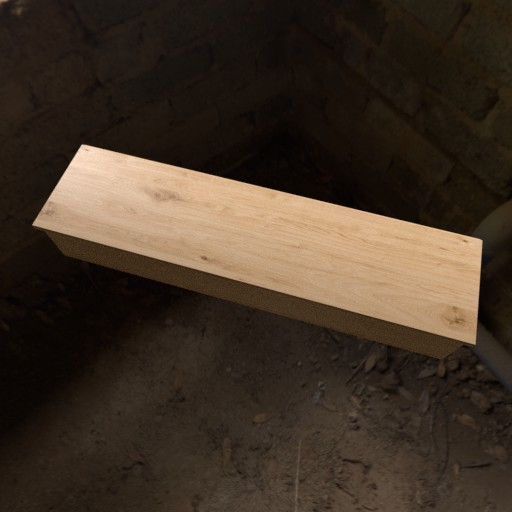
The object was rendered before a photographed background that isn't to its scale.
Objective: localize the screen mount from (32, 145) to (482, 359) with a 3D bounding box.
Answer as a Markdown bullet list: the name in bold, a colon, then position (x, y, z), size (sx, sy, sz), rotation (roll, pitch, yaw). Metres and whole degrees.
- **screen mount**: position (0.000, 0.000, 1.919), size (1.700, 0.430, 0.450), rotation (15, 63, 8)
